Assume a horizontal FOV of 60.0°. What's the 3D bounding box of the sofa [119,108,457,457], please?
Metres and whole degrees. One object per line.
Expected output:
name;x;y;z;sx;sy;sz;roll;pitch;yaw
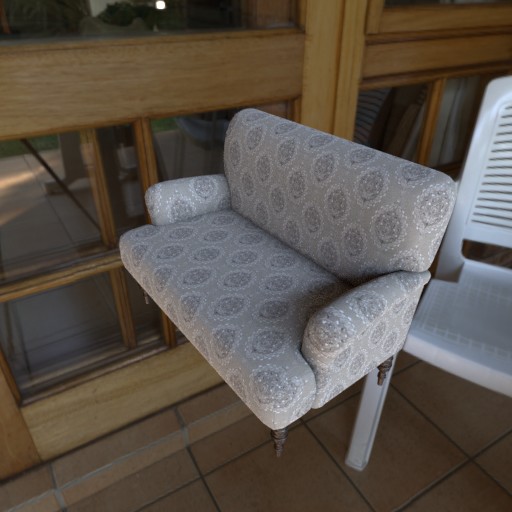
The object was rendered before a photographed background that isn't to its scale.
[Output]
sofa;0.000;0.000;1.846;0.779;0.889;1.297;-21;38;-30
